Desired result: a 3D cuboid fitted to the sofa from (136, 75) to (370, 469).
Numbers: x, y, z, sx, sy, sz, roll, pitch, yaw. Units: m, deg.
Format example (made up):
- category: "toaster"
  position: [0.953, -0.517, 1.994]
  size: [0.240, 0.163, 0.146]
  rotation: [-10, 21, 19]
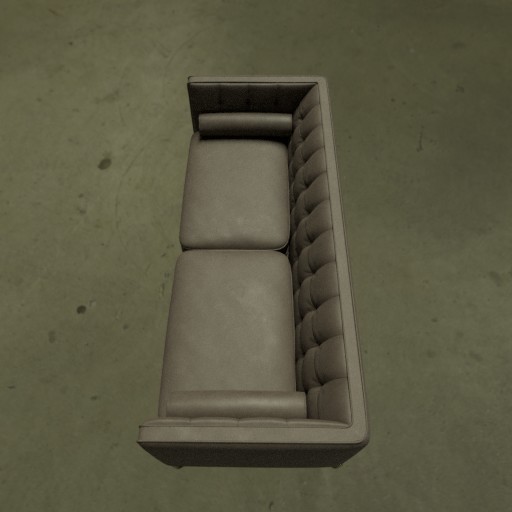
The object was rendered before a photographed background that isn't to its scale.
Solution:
- category: "sofa"
  position: [0.000, 0.000, 2.428]
  size: [0.867, 0.789, 2.087]
  rotation: [0, 58, 0]
